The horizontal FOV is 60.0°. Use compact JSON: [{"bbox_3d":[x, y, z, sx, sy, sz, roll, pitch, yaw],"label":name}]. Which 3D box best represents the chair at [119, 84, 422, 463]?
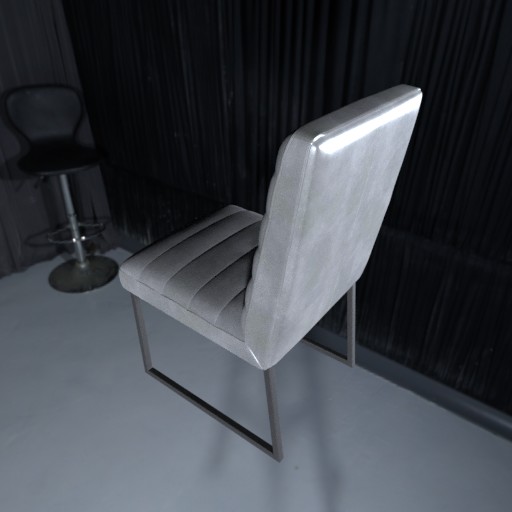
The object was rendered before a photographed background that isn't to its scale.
[{"bbox_3d":[0.000,0.000,1.268,0.634,0.930,0.520,22,38,31],"label":"chair"}]
